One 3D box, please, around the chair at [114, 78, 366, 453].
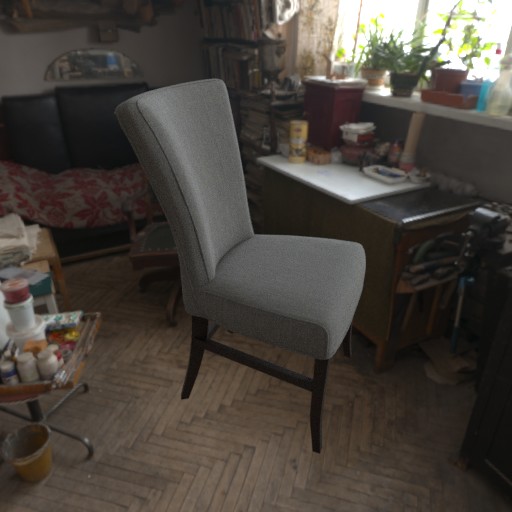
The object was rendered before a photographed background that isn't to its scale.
[{"bbox_3d":[0.000,0.000,1.409,0.660,0.991,0.520,11,30,19],"label":"chair"}]
